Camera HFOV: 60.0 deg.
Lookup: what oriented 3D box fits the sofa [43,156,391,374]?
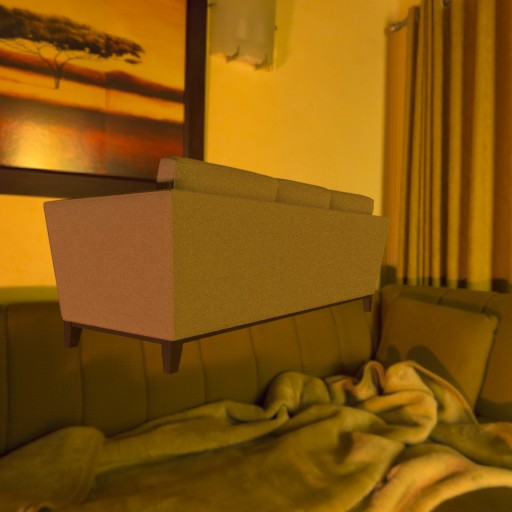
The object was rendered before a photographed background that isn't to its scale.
[{"bbox_3d":[0.000,0.000,2.949,0.965,0.940,2.388,1,2,37],"label":"sofa"}]
